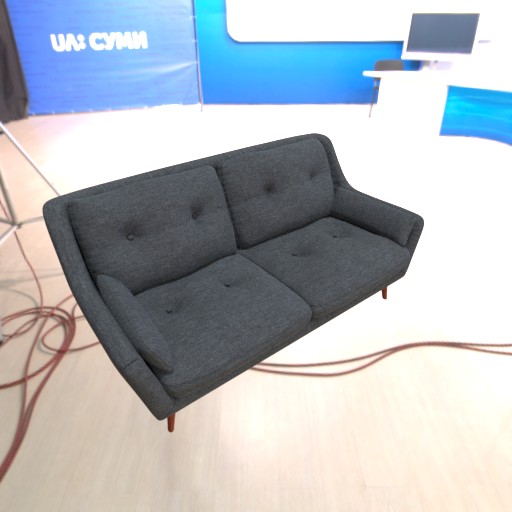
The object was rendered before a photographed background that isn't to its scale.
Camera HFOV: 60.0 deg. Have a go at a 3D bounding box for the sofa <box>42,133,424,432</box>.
[{"bbox_3d":[0.000,0.000,2.439,1.929,0.896,0.975,-23,38,-33],"label":"sofa"}]
